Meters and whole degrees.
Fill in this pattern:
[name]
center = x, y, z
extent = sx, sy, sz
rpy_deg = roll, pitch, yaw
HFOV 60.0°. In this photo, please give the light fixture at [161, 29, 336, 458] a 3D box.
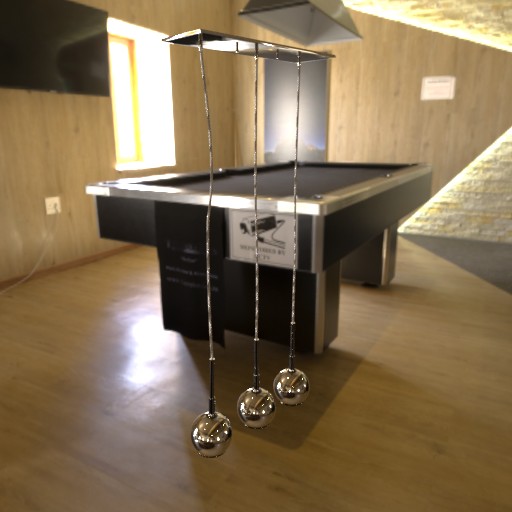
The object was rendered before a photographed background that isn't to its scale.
[light fixture]
center = 0.000, 0.000, 1.632
extent = 0.623, 1.408, 0.188
rpy_deg = -15, 22, -43
